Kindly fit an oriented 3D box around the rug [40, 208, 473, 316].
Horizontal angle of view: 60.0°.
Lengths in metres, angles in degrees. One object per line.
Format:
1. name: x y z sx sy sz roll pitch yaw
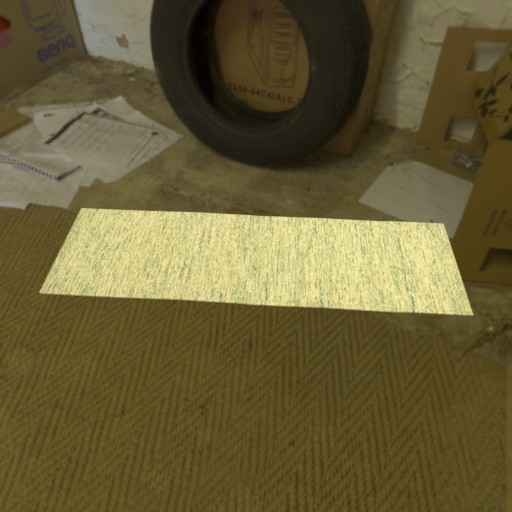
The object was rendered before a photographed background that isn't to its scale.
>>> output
1. rug: 0.000 0.000 2.565 2.290 0.014 0.700 3 47 2
